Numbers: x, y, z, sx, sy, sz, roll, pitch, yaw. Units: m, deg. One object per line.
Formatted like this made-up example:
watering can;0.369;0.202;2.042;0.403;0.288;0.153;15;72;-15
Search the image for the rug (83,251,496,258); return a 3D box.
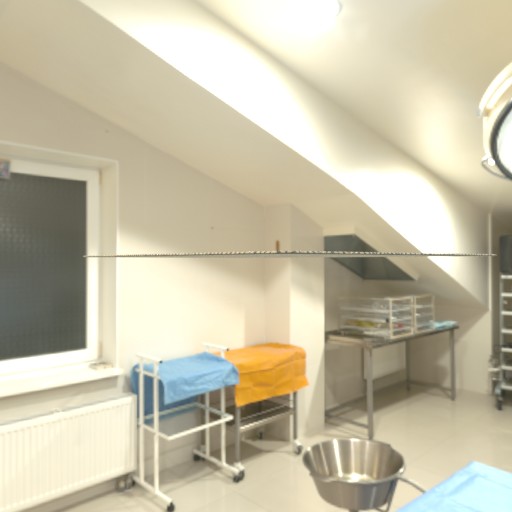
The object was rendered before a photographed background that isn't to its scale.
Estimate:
rug;0.000;0.000;2.144;1.144;0.008;1.752;0;-1;-37
